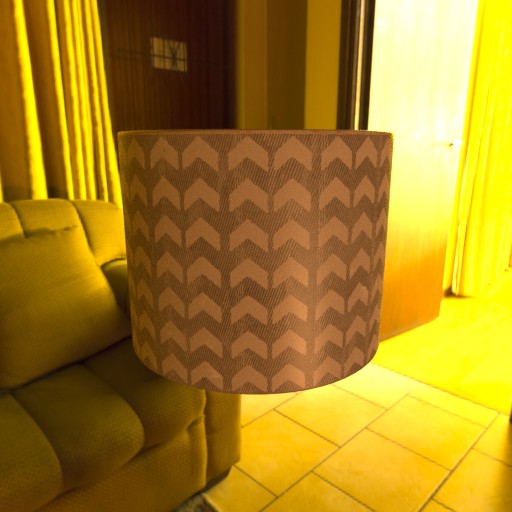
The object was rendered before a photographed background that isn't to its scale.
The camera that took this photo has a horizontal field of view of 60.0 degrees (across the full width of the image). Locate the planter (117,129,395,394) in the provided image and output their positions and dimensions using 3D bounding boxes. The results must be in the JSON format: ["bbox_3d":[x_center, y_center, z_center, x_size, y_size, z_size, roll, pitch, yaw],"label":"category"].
[{"bbox_3d":[0.000,0.000,0.446,0.250,0.239,0.250,0,14,0],"label":"planter"}]
